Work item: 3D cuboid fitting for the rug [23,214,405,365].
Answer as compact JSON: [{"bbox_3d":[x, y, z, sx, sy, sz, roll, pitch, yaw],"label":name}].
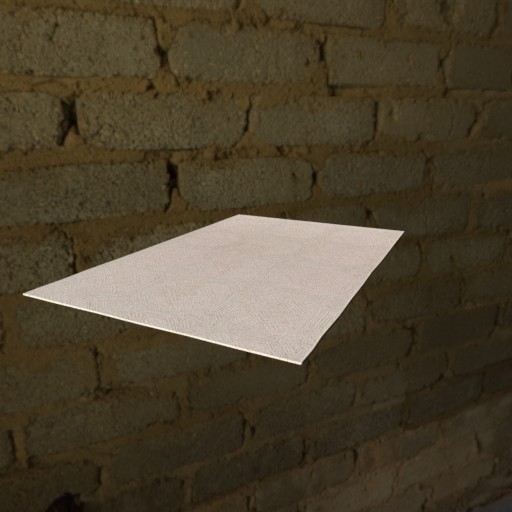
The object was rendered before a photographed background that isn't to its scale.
[{"bbox_3d":[0.000,0.000,2.343,1.236,0.009,1.839,8,19,26],"label":"rug"}]
